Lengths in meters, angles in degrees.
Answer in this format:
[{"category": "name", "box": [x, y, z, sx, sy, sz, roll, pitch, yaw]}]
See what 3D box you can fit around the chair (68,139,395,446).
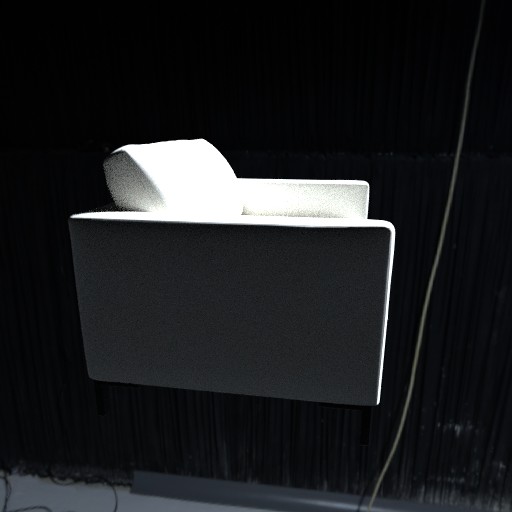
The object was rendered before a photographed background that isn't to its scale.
[{"category": "chair", "box": [0.000, 0.000, 1.607, 0.875, 0.806, 0.964, 3, 16, 9]}]
